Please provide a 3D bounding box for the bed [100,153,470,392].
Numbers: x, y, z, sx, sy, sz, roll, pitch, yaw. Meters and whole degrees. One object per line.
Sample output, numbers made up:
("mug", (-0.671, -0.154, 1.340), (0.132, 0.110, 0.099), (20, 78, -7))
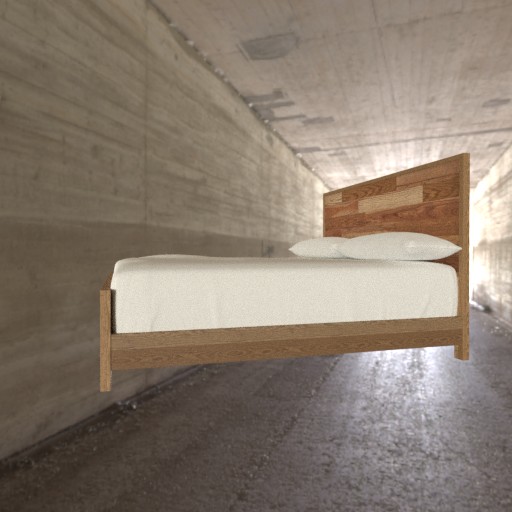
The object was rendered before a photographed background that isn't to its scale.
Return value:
("bed", (0.000, 0.000, 3.419), (2.184, 1.295, 2.013), (0, 1, -17))
